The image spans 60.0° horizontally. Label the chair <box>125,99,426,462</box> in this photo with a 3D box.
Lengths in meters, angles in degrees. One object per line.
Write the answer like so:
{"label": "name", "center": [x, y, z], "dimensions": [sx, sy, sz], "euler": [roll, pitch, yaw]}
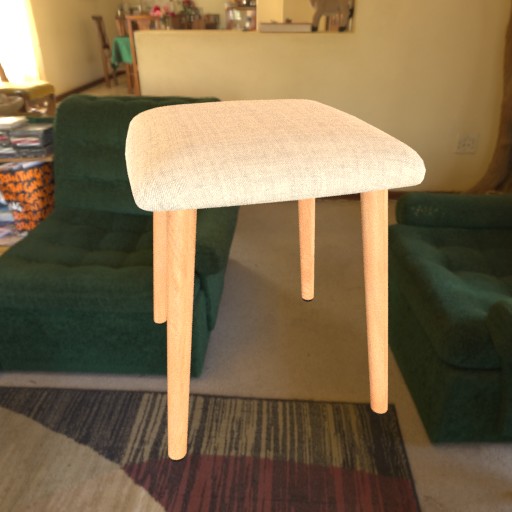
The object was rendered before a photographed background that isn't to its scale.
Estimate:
{"label": "chair", "center": [0.000, 0.000, 0.698], "dimensions": [0.350, 0.440, 0.350], "euler": [-7, 30, -13]}
